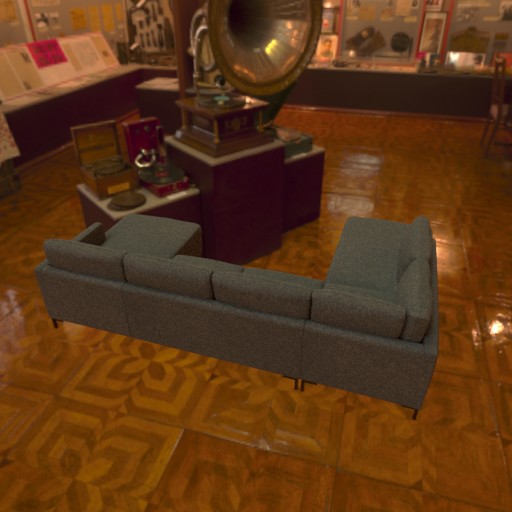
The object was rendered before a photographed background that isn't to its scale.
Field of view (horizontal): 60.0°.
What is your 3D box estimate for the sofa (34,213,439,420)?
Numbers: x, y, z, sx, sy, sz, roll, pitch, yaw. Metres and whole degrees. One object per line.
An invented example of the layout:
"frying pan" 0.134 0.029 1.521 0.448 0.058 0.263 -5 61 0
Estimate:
"sofa" 0.000 0.000 3.863 2.956 0.813 2.007 10 34 15
